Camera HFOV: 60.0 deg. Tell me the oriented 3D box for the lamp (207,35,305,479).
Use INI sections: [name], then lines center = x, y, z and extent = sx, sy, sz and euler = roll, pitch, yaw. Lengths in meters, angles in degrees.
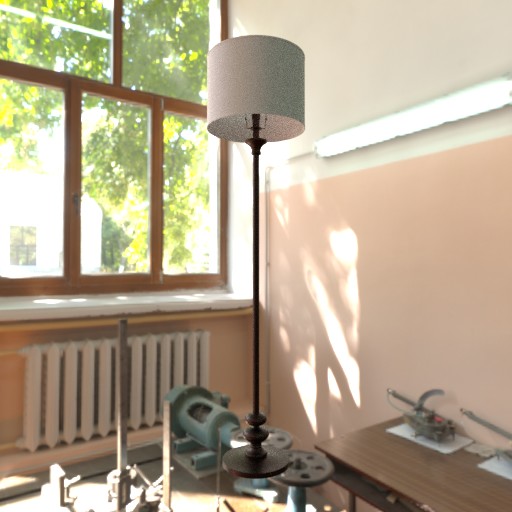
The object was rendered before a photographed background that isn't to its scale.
[lamp]
center = 0.000, 0.000, 1.608
extent = 0.356, 1.487, 0.356
euler = 0, -1, 0
